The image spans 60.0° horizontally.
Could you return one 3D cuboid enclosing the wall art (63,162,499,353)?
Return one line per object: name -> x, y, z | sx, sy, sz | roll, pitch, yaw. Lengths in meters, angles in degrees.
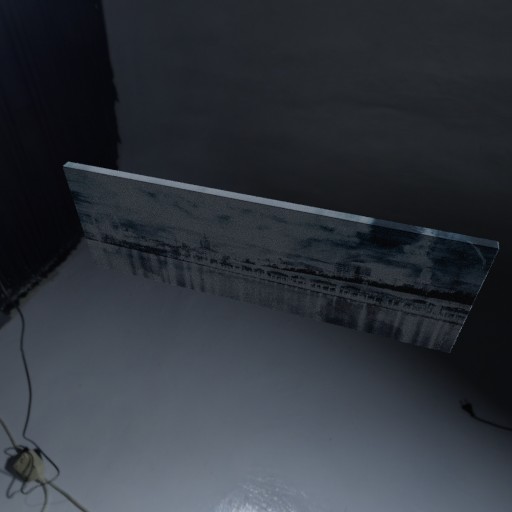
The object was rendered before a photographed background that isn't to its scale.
wall art -> 0.000, 0.000, 1.669 | 1.524, 0.509, 0.037 | 12, 43, 14
